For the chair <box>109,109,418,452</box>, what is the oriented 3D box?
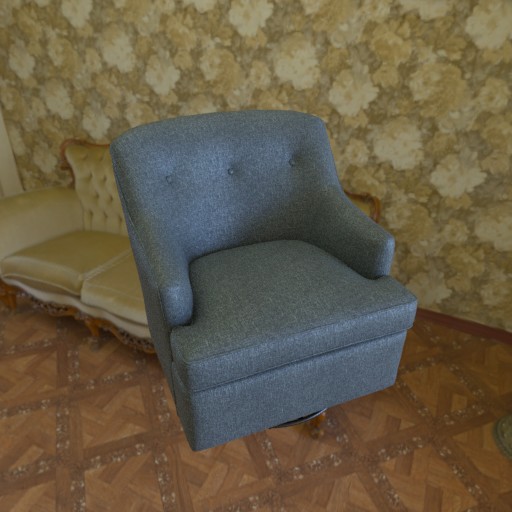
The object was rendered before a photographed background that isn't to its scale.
[{"bbox_3d":[0.000,0.000,1.632,0.864,0.856,0.923,-12,33,-19],"label":"chair"}]
